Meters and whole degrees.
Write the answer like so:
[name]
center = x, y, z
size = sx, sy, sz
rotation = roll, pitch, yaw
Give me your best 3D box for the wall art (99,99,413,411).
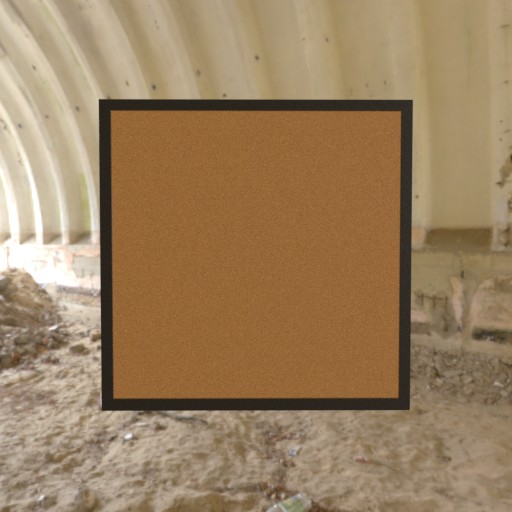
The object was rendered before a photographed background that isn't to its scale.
[wall art]
center = 0.000, 0.000, 0.451
size = 0.304, 0.304, 0.038
rotation = 0, 2, 0
